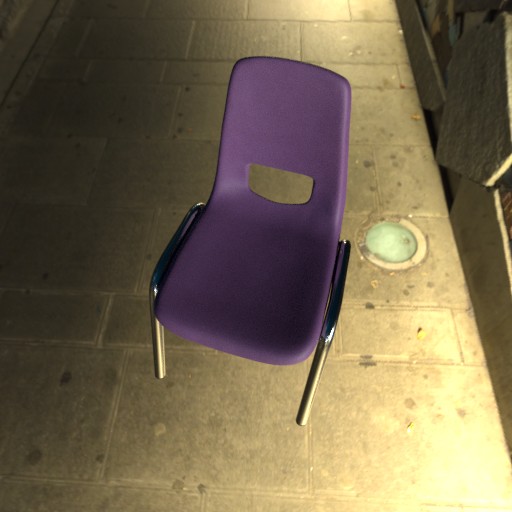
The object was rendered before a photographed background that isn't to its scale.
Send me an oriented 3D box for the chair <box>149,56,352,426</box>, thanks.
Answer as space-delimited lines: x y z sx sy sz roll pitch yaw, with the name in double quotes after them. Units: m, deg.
0.000 0.000 0.845 0.356 0.584 0.419 15 59 9 "chair"
